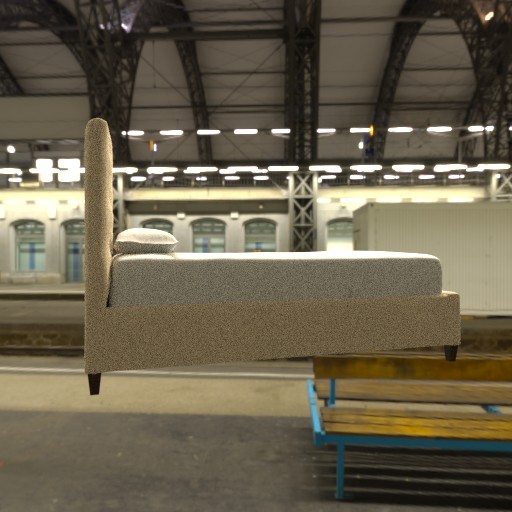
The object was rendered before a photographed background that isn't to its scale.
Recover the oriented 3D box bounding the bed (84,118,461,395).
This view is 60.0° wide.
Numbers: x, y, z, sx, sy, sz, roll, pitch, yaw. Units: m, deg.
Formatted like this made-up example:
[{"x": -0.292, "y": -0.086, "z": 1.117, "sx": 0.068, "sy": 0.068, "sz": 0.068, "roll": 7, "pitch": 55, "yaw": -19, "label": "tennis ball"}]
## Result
[{"x": 0.000, "y": 0.000, "z": 3.416, "sx": 2.387, "sy": 1.427, "sz": 1.698, "roll": 0, "pitch": 0, "yaw": -18, "label": "bed"}]
